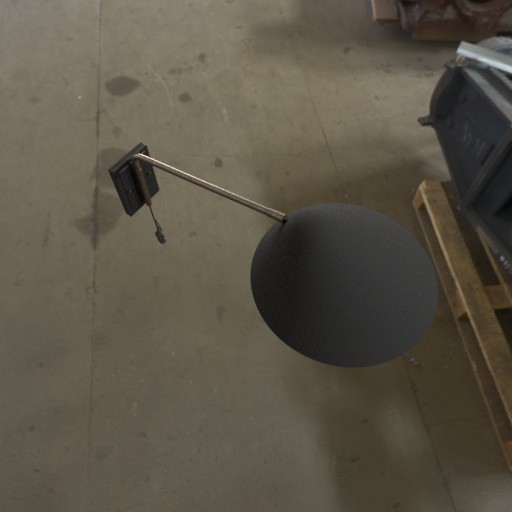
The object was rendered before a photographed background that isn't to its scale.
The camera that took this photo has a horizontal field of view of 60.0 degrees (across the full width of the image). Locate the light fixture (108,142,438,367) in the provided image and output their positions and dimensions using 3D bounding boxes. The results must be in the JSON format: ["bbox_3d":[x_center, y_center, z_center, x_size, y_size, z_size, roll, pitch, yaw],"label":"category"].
[{"bbox_3d":[0.000,0.000,0.684,0.516,0.312,0.240,31,64,18],"label":"light fixture"}]
